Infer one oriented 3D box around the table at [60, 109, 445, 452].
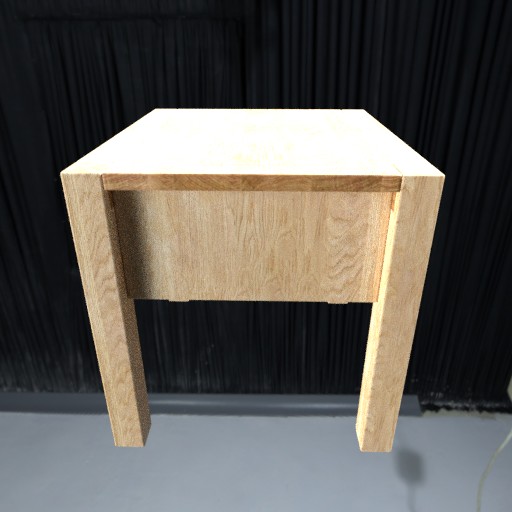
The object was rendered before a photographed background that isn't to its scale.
[{"bbox_3d":[0.000,0.000,0.819,0.440,0.450,0.480,1,27,1],"label":"table"}]
